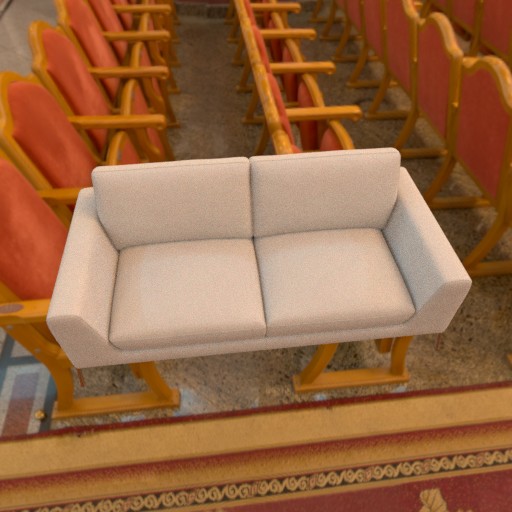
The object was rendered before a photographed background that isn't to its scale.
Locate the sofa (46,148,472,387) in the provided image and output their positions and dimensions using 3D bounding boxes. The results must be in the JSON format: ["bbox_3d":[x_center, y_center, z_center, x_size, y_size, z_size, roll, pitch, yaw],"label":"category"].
[{"bbox_3d":[0.000,0.000,2.486,2.017,0.875,0.953,-5,47,-4],"label":"sofa"}]
